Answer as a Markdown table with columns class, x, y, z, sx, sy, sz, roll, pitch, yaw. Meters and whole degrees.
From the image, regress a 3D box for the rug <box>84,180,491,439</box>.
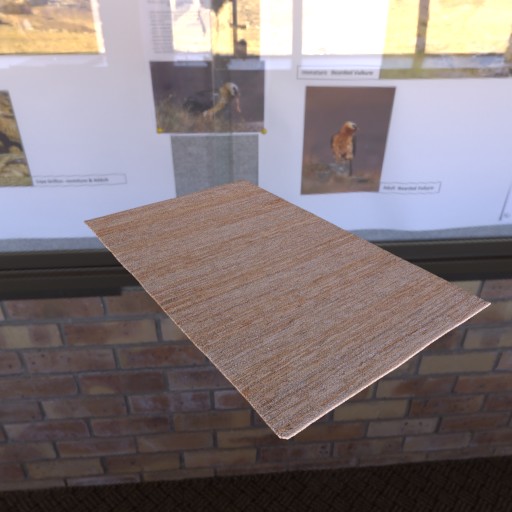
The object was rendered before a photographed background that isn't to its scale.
| class | x | y | z | sx | sy | sz | roll | pitch | yaw |
| --- | --- | --- | --- | --- | --- | --- | --- | --- | --- |
| rug | 0.000 | 0.000 | 2.974 | 1.529 | 0.009 | 2.446 | -21 | 36 | -31 |
